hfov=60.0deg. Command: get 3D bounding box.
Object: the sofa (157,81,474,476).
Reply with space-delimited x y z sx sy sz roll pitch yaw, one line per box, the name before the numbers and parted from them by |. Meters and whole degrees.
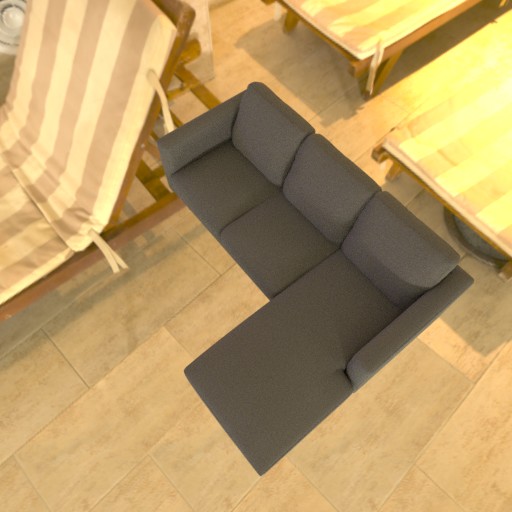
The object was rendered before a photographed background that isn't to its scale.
sofa | 0.000 0.000 2.869 1.591 0.897 2.031 -35 68 -17
